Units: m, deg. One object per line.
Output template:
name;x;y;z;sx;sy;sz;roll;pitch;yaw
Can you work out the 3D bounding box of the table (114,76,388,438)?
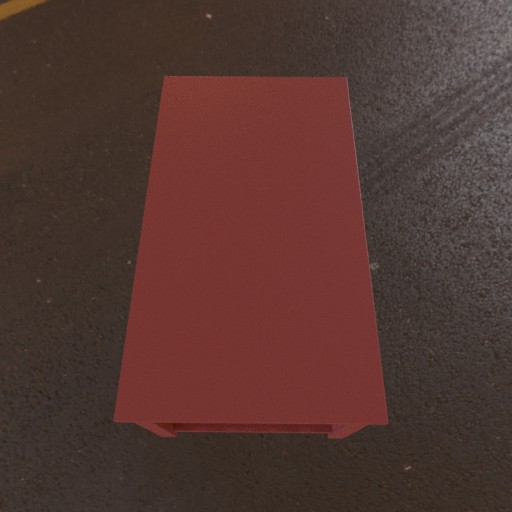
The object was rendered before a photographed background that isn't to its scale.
table;0.000;0.000;1.427;0.612;0.493;1.068;0;63;0
